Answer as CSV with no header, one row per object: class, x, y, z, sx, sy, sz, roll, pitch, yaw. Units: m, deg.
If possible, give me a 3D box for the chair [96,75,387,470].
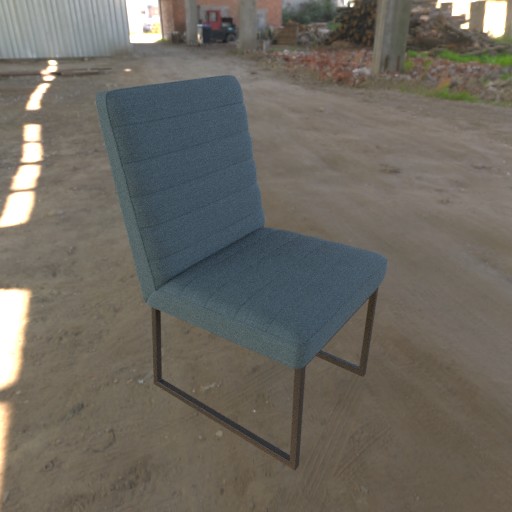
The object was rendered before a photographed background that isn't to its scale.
chair,0.000,0.000,1.302,0.634,0.930,0.520,19,33,31
